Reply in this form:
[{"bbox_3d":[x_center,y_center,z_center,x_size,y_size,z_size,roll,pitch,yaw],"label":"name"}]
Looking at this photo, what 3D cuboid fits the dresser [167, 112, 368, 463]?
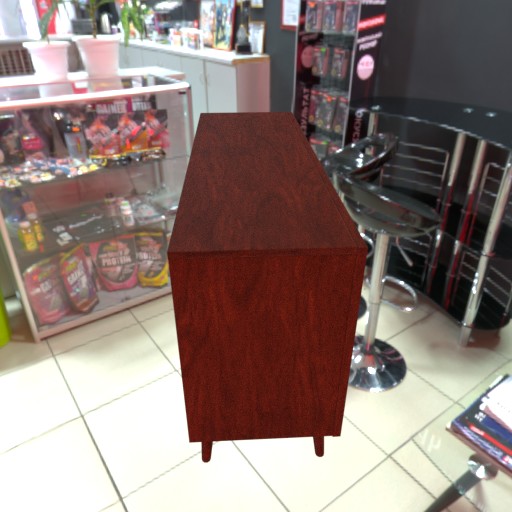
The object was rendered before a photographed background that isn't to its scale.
[{"bbox_3d":[0.000,0.000,1.913,0.500,0.889,1.472,-2,30,-3],"label":"dresser"}]
